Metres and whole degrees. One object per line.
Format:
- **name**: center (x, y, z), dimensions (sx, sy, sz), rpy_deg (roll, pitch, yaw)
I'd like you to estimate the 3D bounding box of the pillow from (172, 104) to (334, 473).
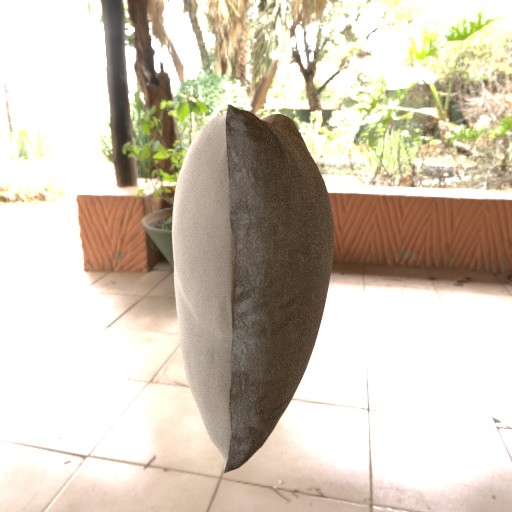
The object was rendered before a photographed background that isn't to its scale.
- **pillow**: center (0.000, 0.000, 0.713), dimensions (0.245, 0.448, 0.450), rpy_deg (3, 17, 11)
